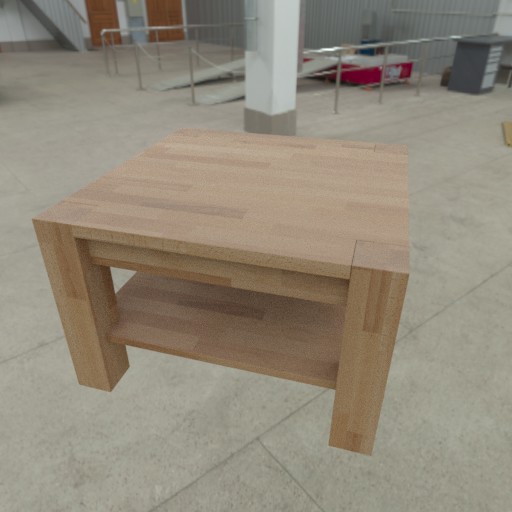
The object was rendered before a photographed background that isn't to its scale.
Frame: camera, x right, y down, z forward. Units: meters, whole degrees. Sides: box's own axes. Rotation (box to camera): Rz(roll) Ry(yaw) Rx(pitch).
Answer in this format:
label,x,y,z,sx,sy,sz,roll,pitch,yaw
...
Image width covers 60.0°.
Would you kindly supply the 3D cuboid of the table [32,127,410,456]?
label,x,y,z,sx,sy,sz,roll,pitch,yaw
table,0.000,0.000,1.175,0.700,0.451,0.700,8,32,14
